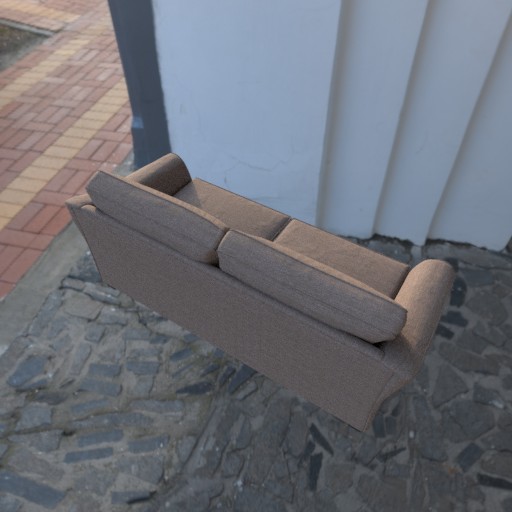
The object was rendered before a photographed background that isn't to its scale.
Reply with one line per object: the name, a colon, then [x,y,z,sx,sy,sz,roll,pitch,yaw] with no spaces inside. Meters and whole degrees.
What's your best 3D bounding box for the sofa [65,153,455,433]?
sofa: [0.000,0.000,2.825,2.270,0.965,0.980,25,52,22]
